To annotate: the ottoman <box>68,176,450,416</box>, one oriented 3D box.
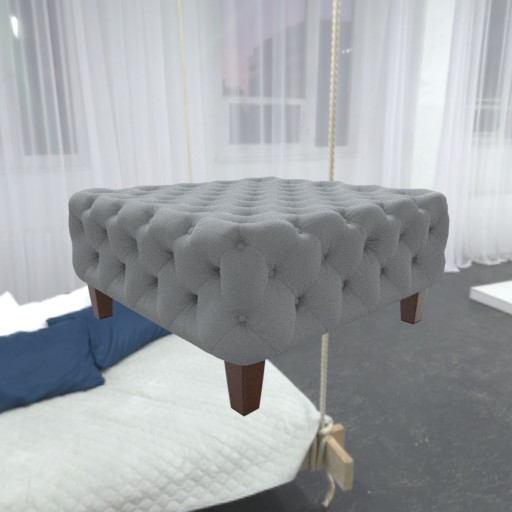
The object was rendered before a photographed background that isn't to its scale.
[{"bbox_3d":[0.000,0.000,1.210,0.764,0.365,0.758,-13,20,-41],"label":"ottoman"}]
